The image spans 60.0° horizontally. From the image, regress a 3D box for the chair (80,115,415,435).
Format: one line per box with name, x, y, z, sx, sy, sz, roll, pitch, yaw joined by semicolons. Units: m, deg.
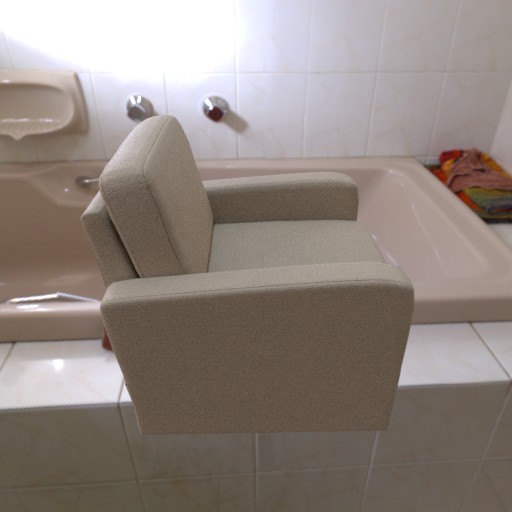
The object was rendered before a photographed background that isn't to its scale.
chair;0.000;0.000;1.478;0.888;0.827;0.755;-1;32;-1
